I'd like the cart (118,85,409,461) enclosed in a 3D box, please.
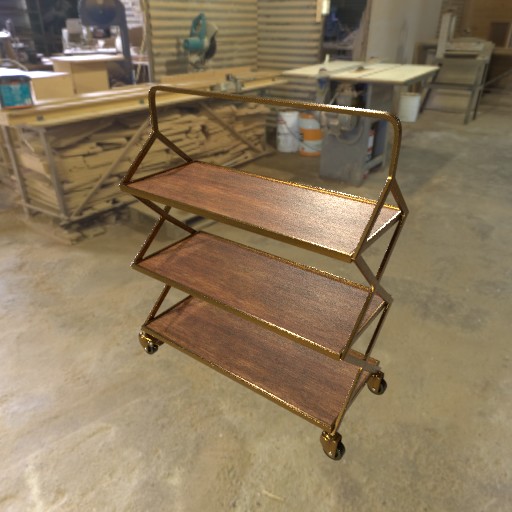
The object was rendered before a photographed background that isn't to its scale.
[{"bbox_3d":[0.000,0.000,1.181,0.723,0.805,0.313,19,34,31],"label":"cart"}]
